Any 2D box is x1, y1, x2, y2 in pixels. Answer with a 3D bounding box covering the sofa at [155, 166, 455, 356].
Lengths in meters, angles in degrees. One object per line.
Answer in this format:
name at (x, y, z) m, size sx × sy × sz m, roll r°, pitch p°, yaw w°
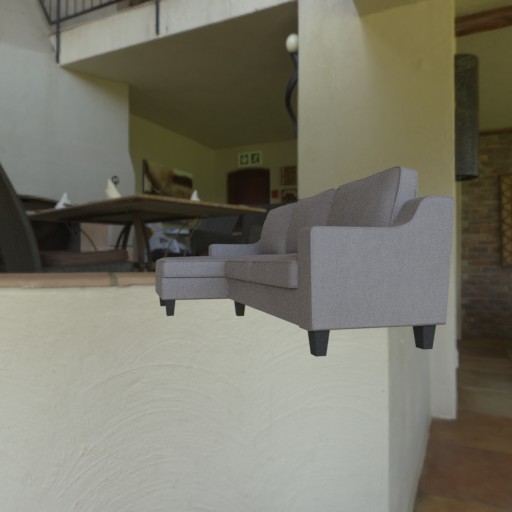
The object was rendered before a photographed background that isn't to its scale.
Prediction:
sofa at (0.000, 0.000, 3.204) m, size 1.294 × 0.928 × 2.561 m, roll 0°, pitch 0°, yaw -16°
